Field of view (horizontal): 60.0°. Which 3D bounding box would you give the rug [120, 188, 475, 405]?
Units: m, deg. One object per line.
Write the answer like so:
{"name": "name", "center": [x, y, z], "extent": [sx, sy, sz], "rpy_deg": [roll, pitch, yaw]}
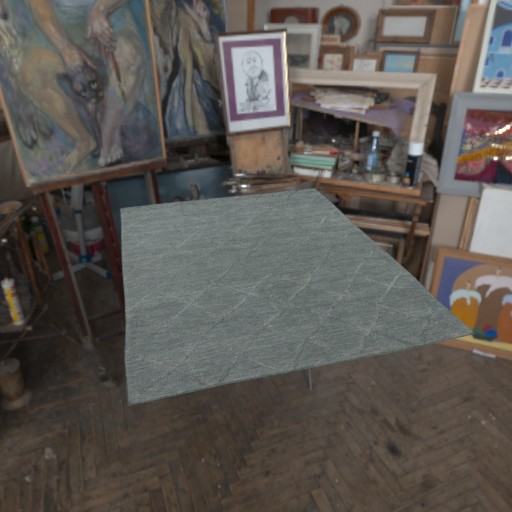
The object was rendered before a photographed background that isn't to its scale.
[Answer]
{"name": "rug", "center": [0.000, 0.000, 4.155], "extent": [2.438, 0.013, 3.048], "rpy_deg": [-8, 30, -14]}
